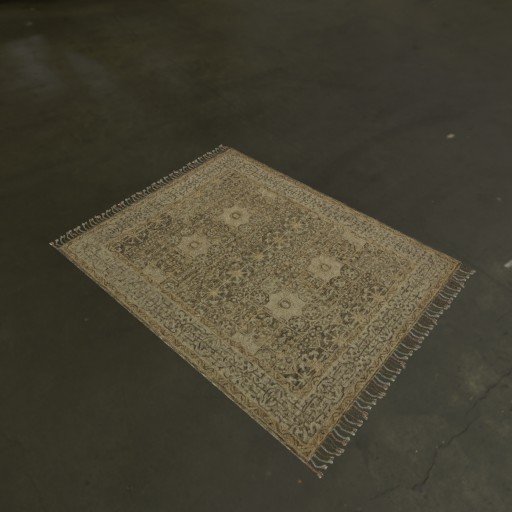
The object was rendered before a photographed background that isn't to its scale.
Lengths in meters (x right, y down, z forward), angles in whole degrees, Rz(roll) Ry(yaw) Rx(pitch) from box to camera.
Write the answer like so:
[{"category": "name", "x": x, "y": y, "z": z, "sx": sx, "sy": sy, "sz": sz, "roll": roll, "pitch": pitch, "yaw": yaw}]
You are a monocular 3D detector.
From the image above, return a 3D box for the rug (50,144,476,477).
[{"category": "rug", "x": 0.000, "y": 0.000, "z": 4.221, "sx": 3.291, "sy": 0.017, "sz": 2.431, "roll": 32, "pitch": 54, "yaw": 28}]
